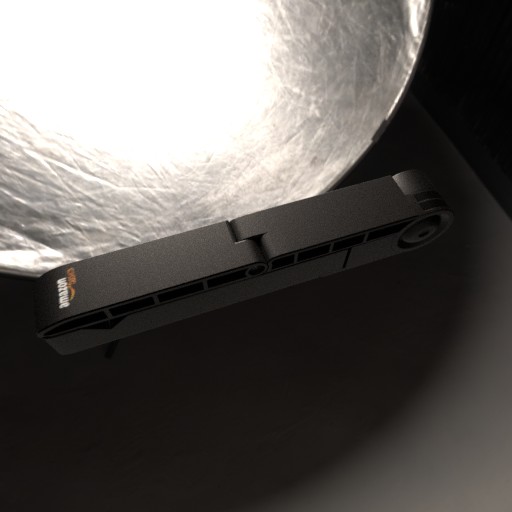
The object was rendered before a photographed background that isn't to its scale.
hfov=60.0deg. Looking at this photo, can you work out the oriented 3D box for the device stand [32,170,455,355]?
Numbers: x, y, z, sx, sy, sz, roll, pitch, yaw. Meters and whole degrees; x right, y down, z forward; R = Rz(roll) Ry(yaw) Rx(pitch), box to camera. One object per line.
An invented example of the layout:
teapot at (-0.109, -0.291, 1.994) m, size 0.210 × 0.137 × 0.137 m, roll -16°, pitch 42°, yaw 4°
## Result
device stand at (0.000, 0.000, 0.190) m, size 0.179 × 0.030 × 0.026 m, roll -16°, pitch 59°, yaw -10°
